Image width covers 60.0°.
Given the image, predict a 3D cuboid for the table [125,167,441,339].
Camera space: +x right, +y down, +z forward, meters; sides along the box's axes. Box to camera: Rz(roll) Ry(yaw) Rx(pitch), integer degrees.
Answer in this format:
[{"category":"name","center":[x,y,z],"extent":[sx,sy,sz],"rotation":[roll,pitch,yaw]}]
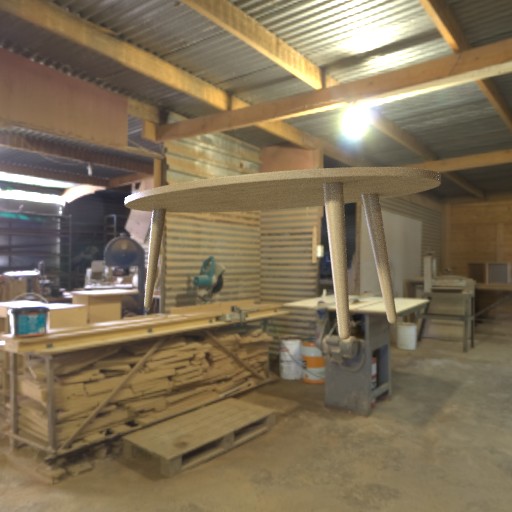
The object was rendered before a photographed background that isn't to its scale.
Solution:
[{"category":"table","center":[0.000,0.000,1.373],"extent":[1.083,0.390,0.542],"rotation":[0,0,37]}]
